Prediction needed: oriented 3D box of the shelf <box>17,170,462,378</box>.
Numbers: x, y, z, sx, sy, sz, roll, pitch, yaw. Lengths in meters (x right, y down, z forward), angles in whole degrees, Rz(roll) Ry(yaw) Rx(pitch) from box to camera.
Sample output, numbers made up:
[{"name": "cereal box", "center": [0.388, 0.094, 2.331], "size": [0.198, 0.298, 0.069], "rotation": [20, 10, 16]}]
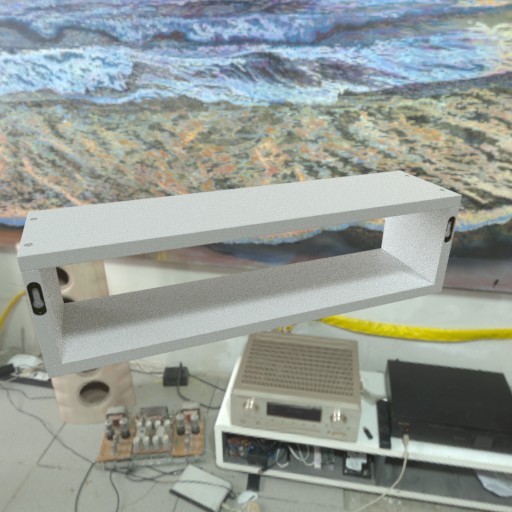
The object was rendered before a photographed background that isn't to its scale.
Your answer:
[{"name": "shelf", "center": [0.000, 0.000, 0.676], "size": [0.610, 0.170, 0.150], "rotation": [-9, 28, -18]}]
